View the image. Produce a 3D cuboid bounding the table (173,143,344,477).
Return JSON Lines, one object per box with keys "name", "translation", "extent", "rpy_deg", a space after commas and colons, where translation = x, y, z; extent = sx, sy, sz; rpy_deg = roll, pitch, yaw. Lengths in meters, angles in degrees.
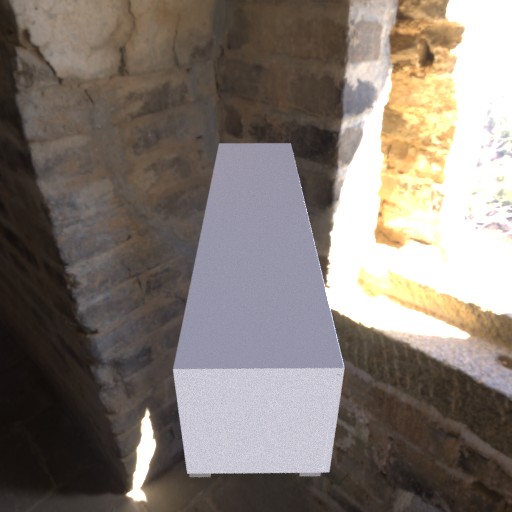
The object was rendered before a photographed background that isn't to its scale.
{"name": "table", "translation": [0.000, 0.000, 1.817], "extent": [0.390, 0.420, 1.650], "rpy_deg": [0, 32, 0]}
